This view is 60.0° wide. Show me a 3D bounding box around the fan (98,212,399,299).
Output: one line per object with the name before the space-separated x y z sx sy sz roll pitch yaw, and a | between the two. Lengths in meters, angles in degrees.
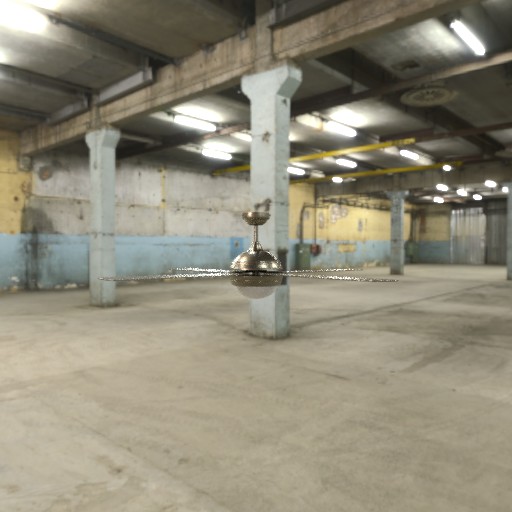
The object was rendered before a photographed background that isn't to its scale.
fan | 0.000 0.000 1.977 1.321 0.381 1.321 0 1 -19
